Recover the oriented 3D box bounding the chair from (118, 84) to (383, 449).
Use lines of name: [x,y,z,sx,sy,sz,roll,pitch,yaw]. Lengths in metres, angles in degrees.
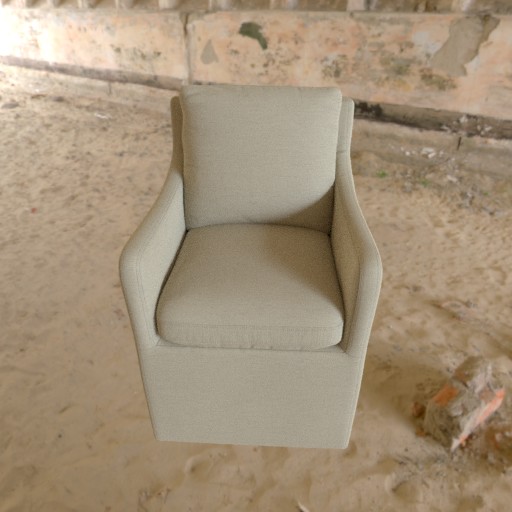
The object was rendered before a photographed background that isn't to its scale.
chair: [0.000,0.000,1.348,0.626,0.914,0.694,2,30,3]
